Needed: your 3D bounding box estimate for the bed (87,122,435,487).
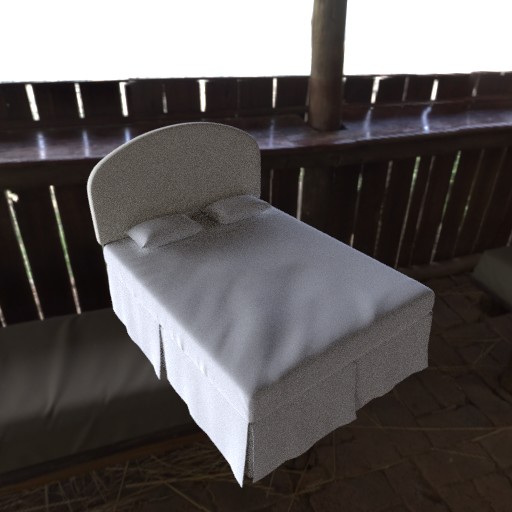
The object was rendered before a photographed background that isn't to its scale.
[{"bbox_3d":[0.000,0.000,3.048,1.607,1.410,2.005,-21,36,-31],"label":"bed"}]
